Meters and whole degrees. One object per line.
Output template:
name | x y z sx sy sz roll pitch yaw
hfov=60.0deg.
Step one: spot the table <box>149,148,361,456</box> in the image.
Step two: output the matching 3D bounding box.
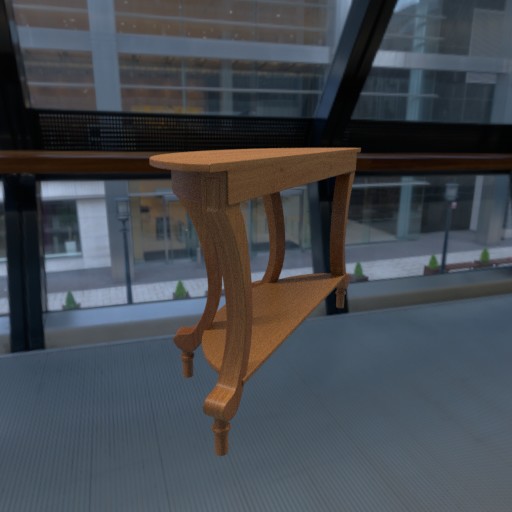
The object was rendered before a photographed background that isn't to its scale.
table | 0.000 0.000 1.512 0.394 0.692 1.198 7 17 25
